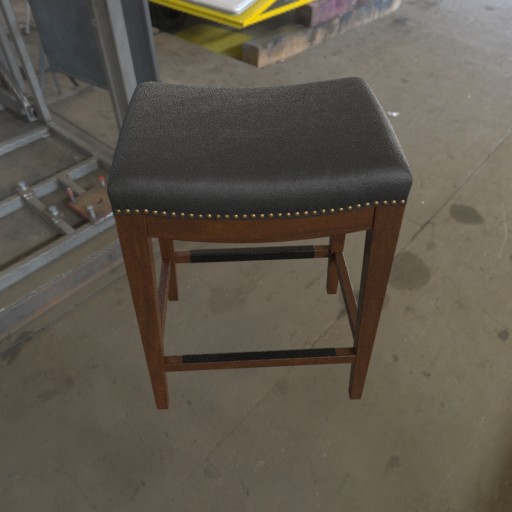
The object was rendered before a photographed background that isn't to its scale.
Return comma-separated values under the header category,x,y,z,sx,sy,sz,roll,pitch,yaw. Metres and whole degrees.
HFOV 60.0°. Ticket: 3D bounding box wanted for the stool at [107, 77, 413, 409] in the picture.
category,x,y,z,sx,sy,sz,roll,pitch,yaw
stool,0.000,0.000,0.951,0.490,0.664,0.353,-2,46,-2
